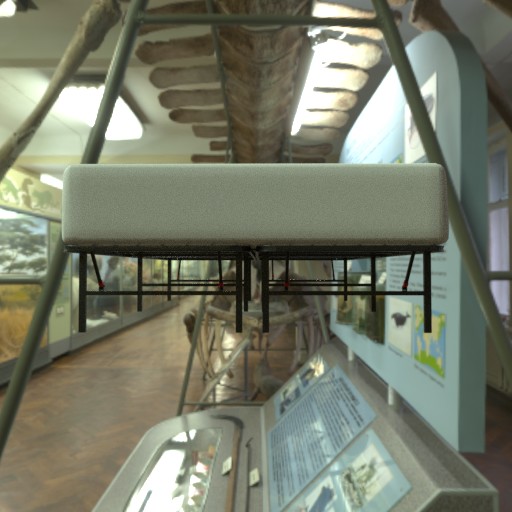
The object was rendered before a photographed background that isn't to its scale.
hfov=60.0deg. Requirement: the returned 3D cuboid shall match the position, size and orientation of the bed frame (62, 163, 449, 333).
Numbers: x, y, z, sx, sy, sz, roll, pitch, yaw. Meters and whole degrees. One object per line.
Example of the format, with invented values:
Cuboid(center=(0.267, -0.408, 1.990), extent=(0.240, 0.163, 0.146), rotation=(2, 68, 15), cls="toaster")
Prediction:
Cuboid(center=(0.000, 0.000, 2.708), extent=(1.528, 0.677, 2.037), rotation=(0, -2, 1), cls="bed frame")
